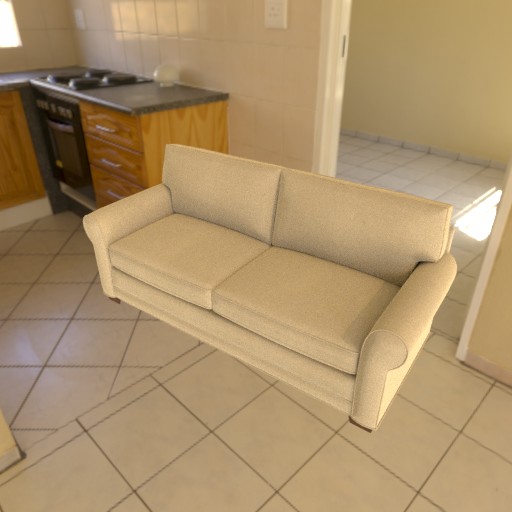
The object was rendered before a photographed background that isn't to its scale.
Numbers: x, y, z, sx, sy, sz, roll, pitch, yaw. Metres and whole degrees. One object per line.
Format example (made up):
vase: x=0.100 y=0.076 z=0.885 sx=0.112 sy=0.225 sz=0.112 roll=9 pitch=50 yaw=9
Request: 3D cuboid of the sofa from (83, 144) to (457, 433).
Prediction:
sofa: x=0.000 y=0.000 z=2.700 sx=2.146 sy=0.962 sz=0.901 roll=19 pitch=35 yaw=30
